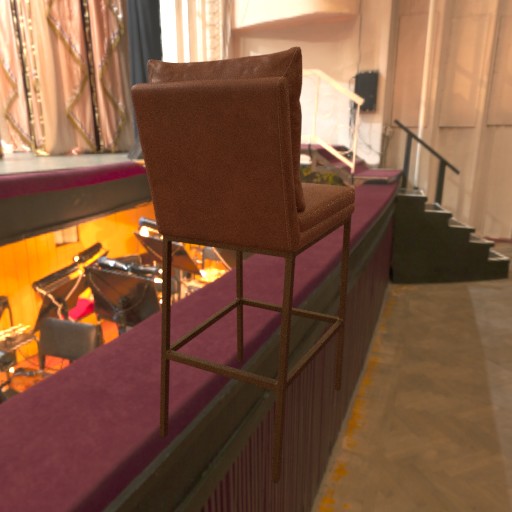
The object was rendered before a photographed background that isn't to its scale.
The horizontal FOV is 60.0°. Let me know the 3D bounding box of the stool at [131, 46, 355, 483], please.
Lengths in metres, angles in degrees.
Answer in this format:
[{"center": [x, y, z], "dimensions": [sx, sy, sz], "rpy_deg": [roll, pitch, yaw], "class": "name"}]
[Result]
[{"center": [0.000, 0.000, 1.397], "dimensions": [0.463, 1.124, 0.571], "rpy_deg": [8, 18, 27], "class": "stool"}]
